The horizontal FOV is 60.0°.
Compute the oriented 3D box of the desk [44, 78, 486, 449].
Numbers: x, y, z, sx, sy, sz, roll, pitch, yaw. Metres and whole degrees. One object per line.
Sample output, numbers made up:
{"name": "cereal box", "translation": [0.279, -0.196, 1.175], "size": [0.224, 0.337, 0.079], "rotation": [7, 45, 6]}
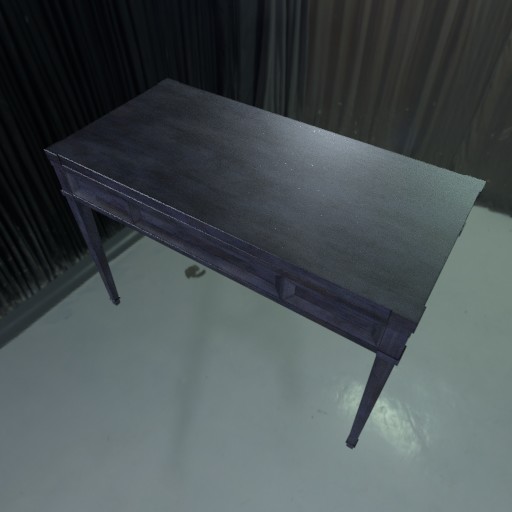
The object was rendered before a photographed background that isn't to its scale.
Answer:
{"name": "desk", "translation": [0.000, 0.000, 1.742], "size": [1.289, 0.861, 0.630], "rotation": [25, 52, 22]}
